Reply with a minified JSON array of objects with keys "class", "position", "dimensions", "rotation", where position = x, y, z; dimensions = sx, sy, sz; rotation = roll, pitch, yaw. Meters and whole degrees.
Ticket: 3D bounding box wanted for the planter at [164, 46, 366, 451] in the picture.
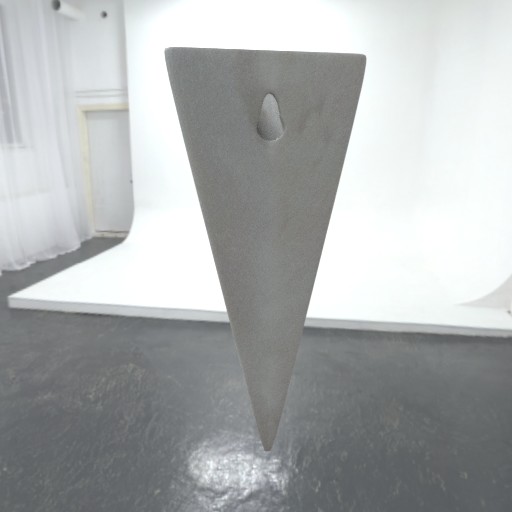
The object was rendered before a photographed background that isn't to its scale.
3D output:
[{"class":"planter","position":[0.000,0.000,0.161],"dimensions":[0.058,0.130,0.047],"rotation":[-3,14,-10]}]
